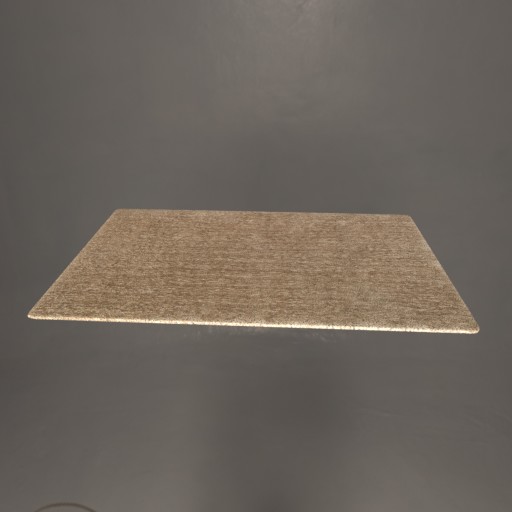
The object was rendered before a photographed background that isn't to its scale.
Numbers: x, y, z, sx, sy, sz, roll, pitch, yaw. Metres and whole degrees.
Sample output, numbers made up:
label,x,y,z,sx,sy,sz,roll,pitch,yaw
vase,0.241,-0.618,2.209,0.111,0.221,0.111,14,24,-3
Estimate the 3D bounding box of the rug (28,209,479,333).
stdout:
label,x,y,z,sx,sy,sz,roll,pitch,yaw
rug,0.000,0.000,3.061,2.469,0.024,1.539,1,29,3
